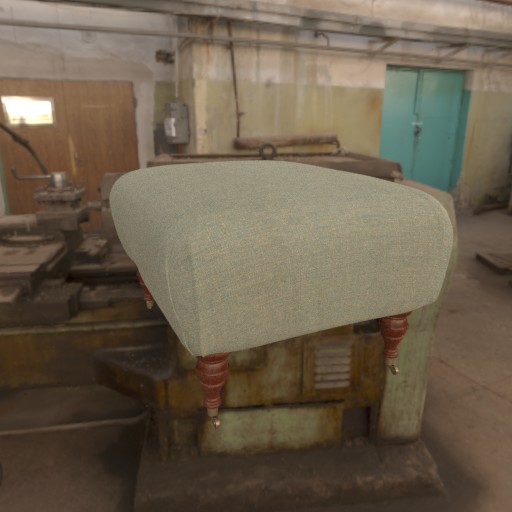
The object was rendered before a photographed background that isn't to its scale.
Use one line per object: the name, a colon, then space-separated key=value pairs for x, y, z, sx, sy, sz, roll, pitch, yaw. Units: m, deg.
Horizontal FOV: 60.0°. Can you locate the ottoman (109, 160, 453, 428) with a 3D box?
ottoman: x=0.000 y=0.000 z=1.134 sx=0.622 sy=0.450 sz=0.747 roll=-8 pitch=19 yaw=-24
